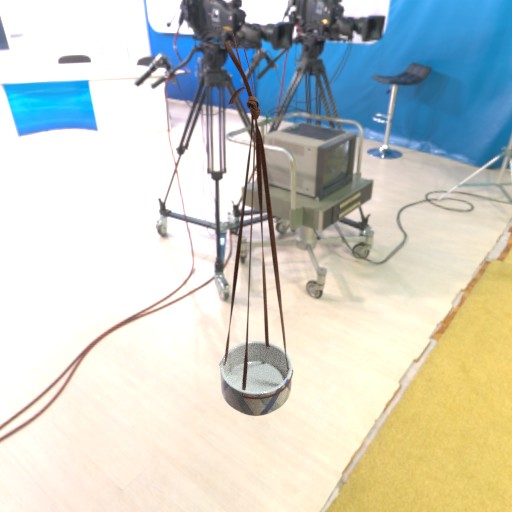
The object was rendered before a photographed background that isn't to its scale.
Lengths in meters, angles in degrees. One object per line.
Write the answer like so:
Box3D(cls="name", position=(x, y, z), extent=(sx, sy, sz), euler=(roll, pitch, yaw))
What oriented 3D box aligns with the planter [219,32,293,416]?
Box3D(cls="planter", position=(0.000, 0.000, 0.838), extent=(0.166, 0.751, 0.166), euler=(0, 32, 0))
